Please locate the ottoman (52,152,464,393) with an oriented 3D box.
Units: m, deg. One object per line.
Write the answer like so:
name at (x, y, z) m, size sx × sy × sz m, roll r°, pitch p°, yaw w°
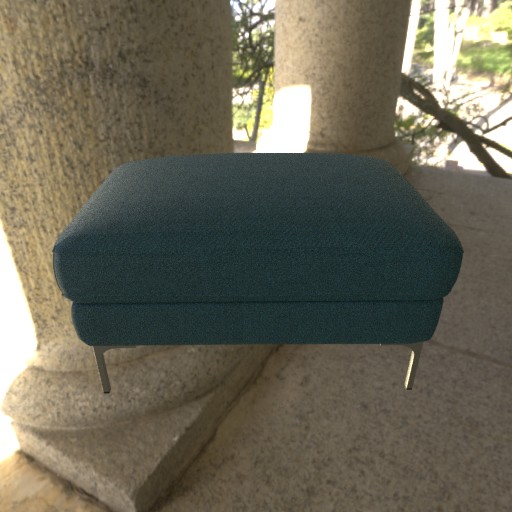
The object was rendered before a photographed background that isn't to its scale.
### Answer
ottoman at (0.000, 0.000, 1.204) m, size 0.856 × 0.498 × 0.563 m, roll 0°, pitch 29°, yaw -1°
